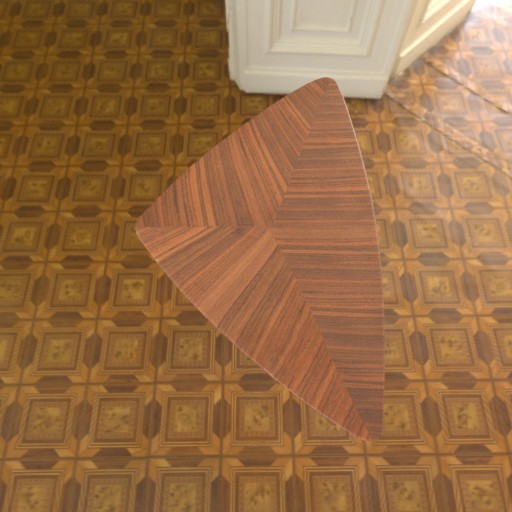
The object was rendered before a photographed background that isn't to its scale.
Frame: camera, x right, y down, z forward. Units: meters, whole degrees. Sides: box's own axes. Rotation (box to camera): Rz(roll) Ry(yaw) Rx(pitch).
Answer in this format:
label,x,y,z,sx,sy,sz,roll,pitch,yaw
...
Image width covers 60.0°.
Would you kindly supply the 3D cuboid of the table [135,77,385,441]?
label,x,y,z,sx,sy,sz,roll,pitch,yaw
table,0.000,0.000,1.270,0.601,0.365,1.008,-1,64,0
